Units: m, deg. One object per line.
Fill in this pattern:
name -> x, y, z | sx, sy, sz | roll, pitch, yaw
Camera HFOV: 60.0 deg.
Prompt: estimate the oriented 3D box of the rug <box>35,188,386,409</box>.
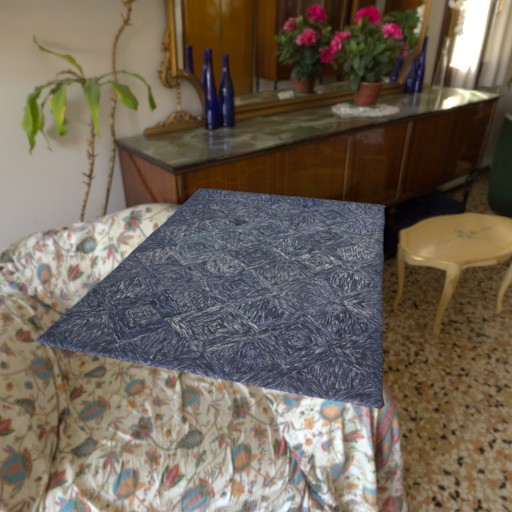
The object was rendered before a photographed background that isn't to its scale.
rug -> 0.000, 0.000, 4.213 | 2.385, 0.024, 3.245 | 7, 30, 13
